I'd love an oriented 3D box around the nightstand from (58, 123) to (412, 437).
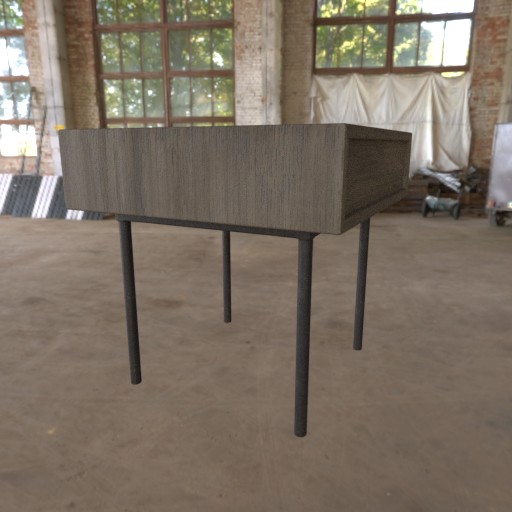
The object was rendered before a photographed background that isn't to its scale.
[{"bbox_3d":[0.000,0.000,0.916,0.503,0.497,0.502,7,16,27],"label":"nightstand"}]
